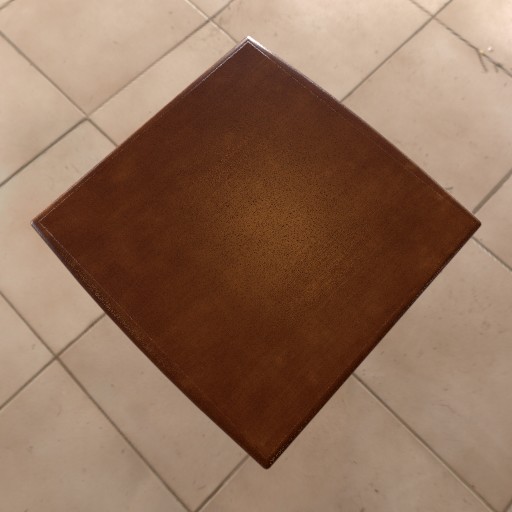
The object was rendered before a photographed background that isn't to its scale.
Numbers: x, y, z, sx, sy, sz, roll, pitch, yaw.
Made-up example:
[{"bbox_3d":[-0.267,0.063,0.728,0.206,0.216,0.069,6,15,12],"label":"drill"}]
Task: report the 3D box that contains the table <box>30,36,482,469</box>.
[{"bbox_3d":[0.000,0.000,1.690,0.991,0.754,0.991,43,79,11],"label":"table"}]
